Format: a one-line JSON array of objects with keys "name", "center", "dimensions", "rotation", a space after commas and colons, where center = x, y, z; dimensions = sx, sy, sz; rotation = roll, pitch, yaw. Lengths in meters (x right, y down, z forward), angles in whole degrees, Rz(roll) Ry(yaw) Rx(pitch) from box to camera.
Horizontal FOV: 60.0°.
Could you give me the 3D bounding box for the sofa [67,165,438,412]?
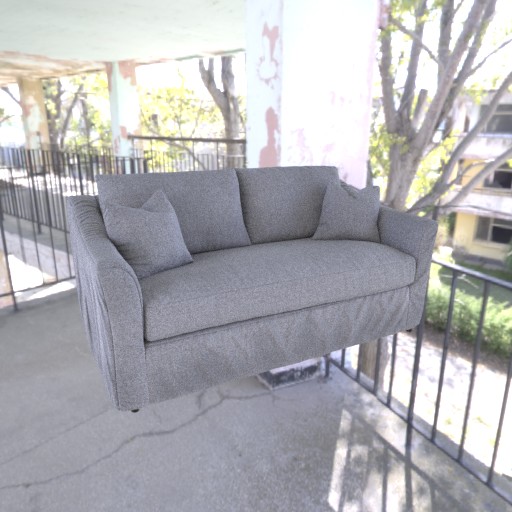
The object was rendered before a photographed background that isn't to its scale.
[{"name": "sofa", "center": [0.000, 0.000, 2.724], "dimensions": [2.010, 1.018, 1.072], "rotation": [-9, 19, -27]}]
